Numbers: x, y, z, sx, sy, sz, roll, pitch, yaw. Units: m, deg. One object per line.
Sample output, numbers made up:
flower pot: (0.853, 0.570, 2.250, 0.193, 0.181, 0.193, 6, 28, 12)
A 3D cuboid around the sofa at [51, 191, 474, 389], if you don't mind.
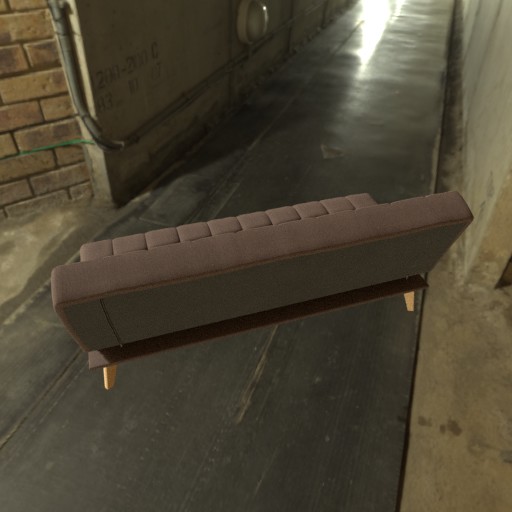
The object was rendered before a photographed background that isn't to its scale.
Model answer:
sofa: (0.000, 0.000, 2.305, 1.800, 0.810, 0.860, -12, 42, -13)
